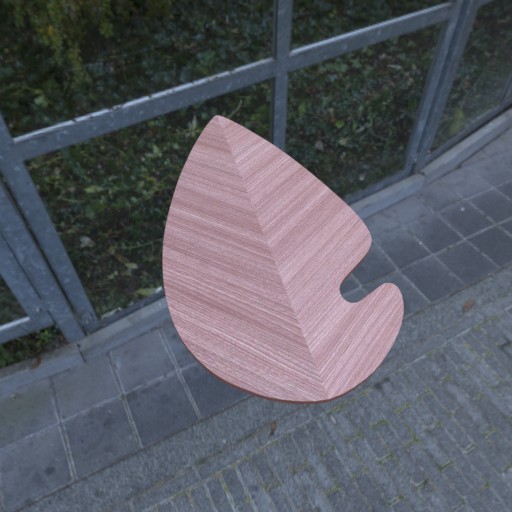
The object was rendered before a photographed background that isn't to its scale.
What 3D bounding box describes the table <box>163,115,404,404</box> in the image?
[{"bbox_3d":[0.000,0.000,1.462,0.598,0.360,1.199,-11,48,-10],"label":"table"}]
